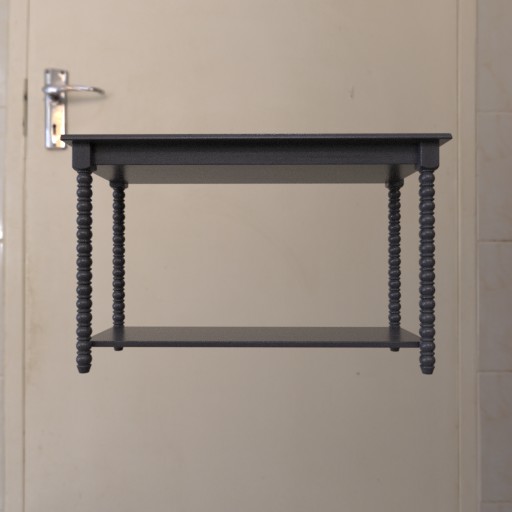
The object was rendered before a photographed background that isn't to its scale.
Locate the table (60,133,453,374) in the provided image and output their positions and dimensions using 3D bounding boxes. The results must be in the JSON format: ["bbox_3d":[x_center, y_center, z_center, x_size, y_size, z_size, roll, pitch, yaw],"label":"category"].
[{"bbox_3d":[0.000,0.000,1.554,1.184,0.735,0.459,0,0,1],"label":"table"}]
